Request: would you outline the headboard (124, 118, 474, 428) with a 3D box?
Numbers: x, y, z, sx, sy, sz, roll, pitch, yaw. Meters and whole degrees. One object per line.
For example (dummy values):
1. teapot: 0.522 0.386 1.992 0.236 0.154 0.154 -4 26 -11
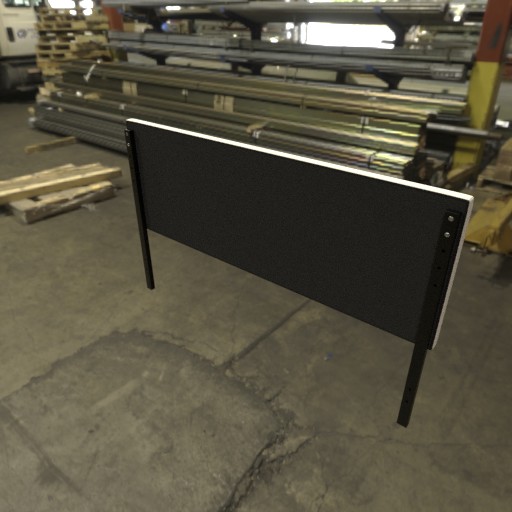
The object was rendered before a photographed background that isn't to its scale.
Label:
1. headboard: 0.000 0.000 2.866 2.362 1.410 0.120 22 36 33
